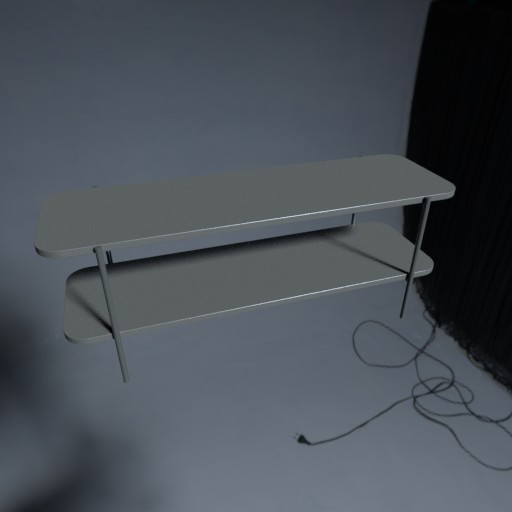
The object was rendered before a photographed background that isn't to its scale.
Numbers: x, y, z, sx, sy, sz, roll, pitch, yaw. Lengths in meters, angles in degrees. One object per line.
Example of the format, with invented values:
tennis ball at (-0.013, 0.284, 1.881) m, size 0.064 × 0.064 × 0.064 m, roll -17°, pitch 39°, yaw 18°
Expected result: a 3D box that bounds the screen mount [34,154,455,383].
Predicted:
screen mount at (0.000, 0.000, 1.435) m, size 1.200 × 0.447 × 0.400 m, roll -10°, pitch 33°, yaw -15°
